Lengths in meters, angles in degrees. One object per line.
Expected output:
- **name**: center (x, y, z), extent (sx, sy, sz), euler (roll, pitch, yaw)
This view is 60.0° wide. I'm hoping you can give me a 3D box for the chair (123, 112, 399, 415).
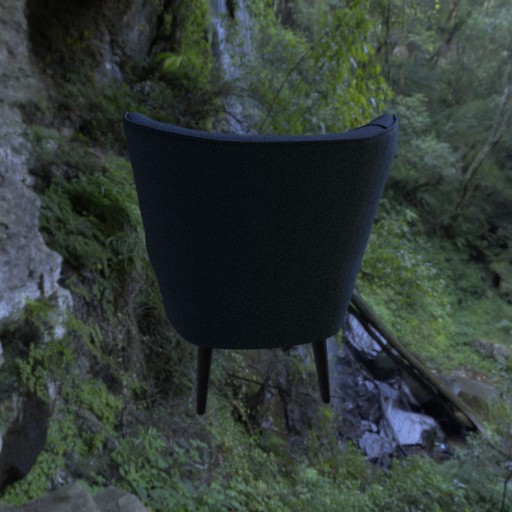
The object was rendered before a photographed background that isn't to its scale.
- **chair**: center (0.000, 0.000, 1.543), extent (0.781, 0.933, 0.888), euler (-2, 16, -8)
